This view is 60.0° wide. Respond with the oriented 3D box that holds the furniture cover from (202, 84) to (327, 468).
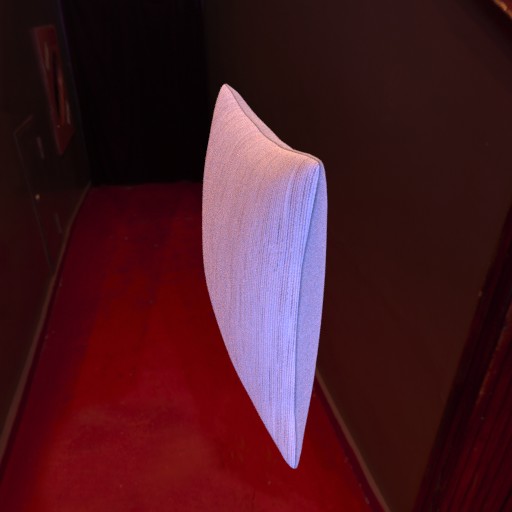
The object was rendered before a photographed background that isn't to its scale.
[{"bbox_3d":[0.000,0.000,0.796,0.178,0.506,0.512,-8,31,-13],"label":"furniture cover"}]
